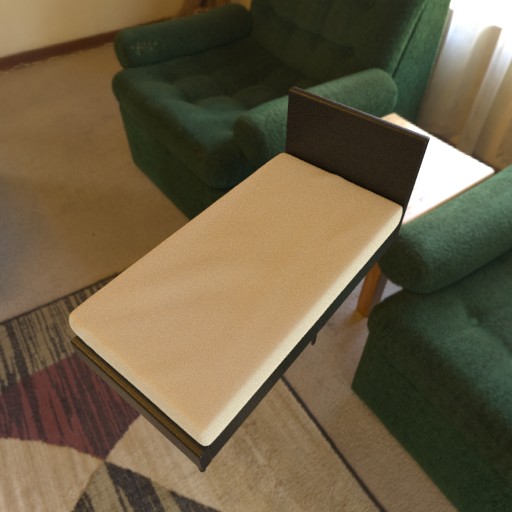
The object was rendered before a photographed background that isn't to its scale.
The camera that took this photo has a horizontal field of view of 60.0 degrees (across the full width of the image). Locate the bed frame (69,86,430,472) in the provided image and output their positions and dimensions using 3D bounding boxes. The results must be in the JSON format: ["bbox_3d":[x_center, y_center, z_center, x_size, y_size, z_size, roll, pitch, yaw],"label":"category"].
[{"bbox_3d":[0.000,0.000,2.572,1.038,1.046,2.152,31,55,25],"label":"bed frame"}]
